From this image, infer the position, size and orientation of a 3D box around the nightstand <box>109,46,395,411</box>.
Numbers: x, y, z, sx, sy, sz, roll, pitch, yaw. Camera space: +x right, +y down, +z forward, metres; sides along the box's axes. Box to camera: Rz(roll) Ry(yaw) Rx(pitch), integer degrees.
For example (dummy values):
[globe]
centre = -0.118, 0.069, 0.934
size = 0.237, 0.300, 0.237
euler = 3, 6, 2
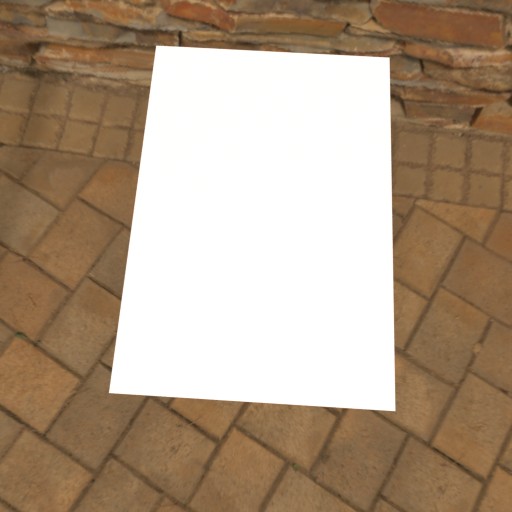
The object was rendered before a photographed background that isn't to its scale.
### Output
[nightstand]
centre = 0.000, 0.000, 0.754
size = 0.325, 0.460, 0.441
euler = 3, 76, 1
